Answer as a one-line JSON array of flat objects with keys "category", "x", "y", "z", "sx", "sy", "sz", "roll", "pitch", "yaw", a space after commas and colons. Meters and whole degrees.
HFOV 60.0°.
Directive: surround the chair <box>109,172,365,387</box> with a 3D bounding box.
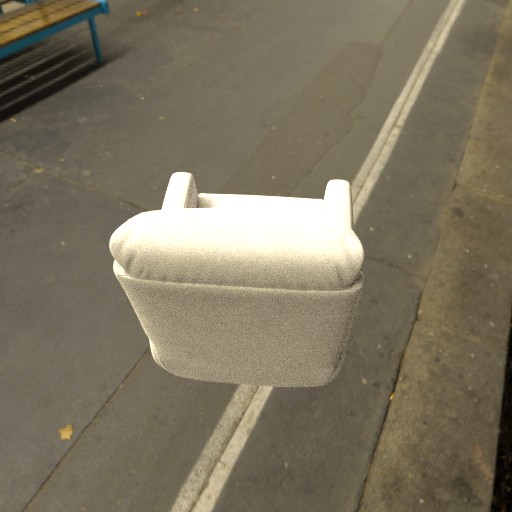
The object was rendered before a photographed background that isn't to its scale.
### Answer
[{"category": "chair", "x": 0.000, "y": 0.000, "z": 1.657, "sx": 0.812, "sy": 1.015, "sz": 0.941, "roll": 3, "pitch": 47, "yaw": 3}]
